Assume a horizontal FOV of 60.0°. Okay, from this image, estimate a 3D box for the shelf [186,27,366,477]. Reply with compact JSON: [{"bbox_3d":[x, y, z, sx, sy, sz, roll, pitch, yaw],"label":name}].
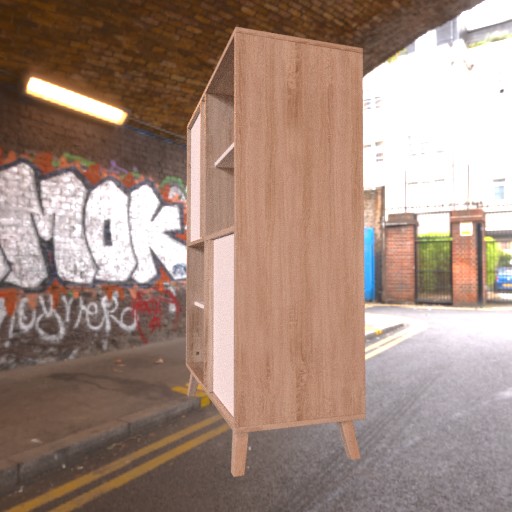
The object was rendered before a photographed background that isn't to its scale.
[{"bbox_3d":[0.000,0.000,1.897,0.450,1.390,1.000,1,-2,-17],"label":"shelf"}]
